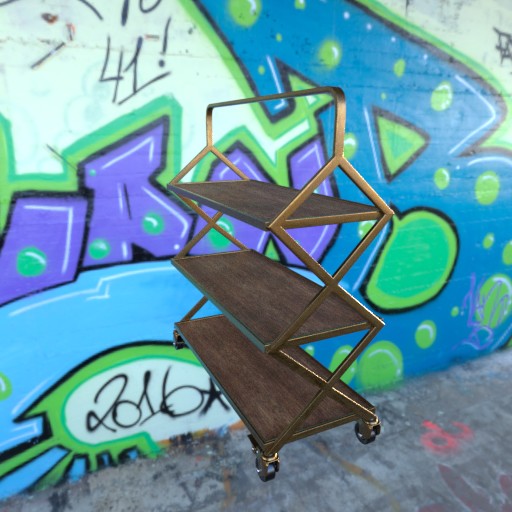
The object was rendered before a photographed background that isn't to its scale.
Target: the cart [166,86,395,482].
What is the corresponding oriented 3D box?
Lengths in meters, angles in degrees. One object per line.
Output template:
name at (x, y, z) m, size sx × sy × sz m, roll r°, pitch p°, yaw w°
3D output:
cart at (0.000, 0.000, 1.193) m, size 0.313 × 0.805 × 0.723 m, roll -7°, pitch 17°, yaw -25°
